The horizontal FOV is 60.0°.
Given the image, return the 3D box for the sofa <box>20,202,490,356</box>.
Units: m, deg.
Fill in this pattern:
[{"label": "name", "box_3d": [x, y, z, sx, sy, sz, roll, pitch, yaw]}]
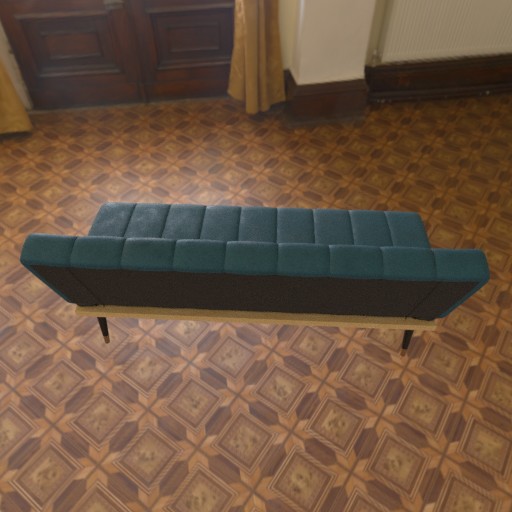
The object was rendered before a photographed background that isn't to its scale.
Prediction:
[{"label": "sofa", "box_3d": [0.000, 0.000, 2.233, 1.810, 0.825, 0.830, 2, 48, 2]}]
